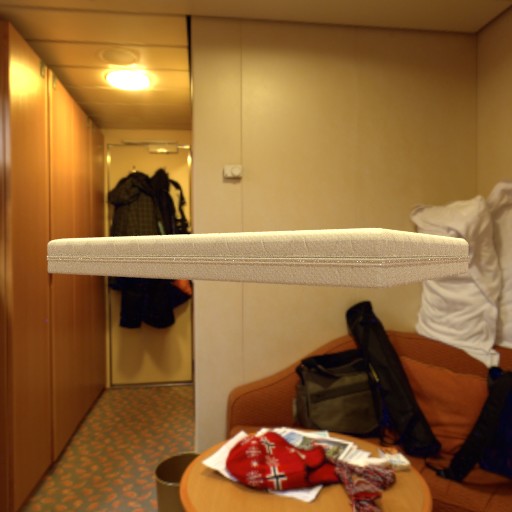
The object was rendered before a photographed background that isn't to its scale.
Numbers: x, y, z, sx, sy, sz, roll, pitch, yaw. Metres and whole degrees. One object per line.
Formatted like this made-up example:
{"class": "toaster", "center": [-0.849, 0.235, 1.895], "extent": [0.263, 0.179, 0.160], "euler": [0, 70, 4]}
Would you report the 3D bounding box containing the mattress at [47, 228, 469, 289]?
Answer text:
{"class": "mattress", "center": [0.000, 0.000, 2.552], "extent": [2.000, 0.200, 1.400], "euler": [0, 0, 36]}
